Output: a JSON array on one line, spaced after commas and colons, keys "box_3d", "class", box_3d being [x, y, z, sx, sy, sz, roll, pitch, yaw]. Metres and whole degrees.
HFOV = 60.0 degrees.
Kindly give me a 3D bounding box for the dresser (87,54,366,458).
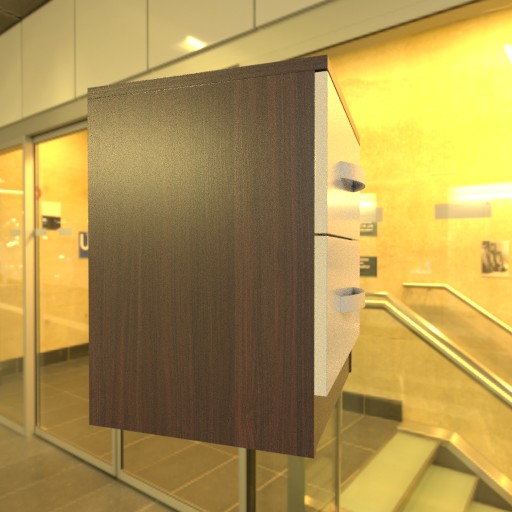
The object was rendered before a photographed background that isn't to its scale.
[{"box_3d": [0.000, 0.000, 0.751, 0.360, 0.470, 0.400, 0, 1, 18], "class": "dresser"}]
